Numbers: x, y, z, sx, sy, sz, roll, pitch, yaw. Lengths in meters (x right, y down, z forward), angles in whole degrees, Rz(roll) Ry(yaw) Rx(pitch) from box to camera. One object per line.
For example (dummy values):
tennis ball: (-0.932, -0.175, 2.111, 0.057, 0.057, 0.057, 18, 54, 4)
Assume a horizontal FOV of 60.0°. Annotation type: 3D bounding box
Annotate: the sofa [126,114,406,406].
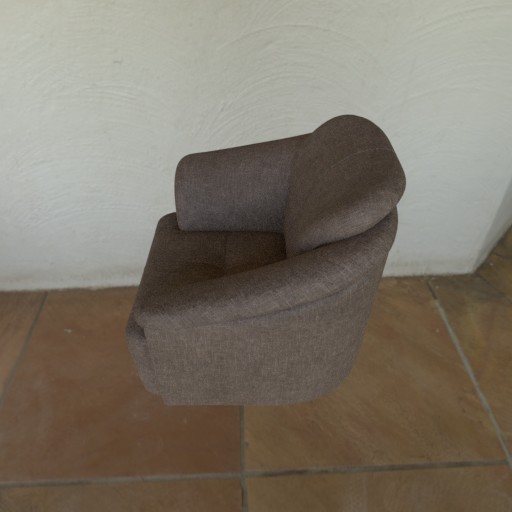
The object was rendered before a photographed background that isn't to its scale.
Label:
sofa: (0.000, 0.000, 1.505, 0.794, 0.811, 0.870, 0, 41, 1)
